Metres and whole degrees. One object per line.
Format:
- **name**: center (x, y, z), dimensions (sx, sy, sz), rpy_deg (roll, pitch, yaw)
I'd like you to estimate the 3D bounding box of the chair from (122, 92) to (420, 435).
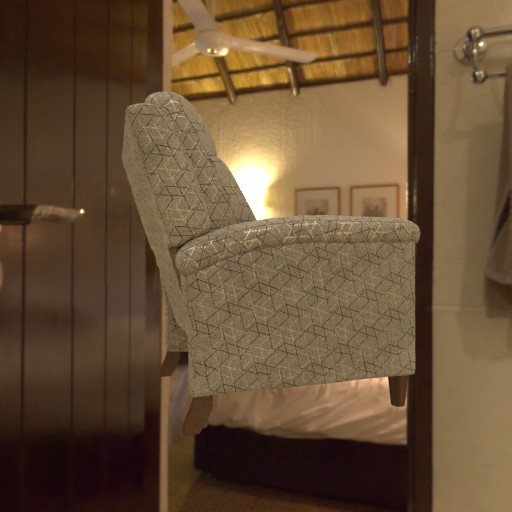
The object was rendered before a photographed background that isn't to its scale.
- **chair**: center (0.000, 0.000, 1.720), dimensions (0.987, 1.048, 0.753), rpy_deg (0, 0, -18)
